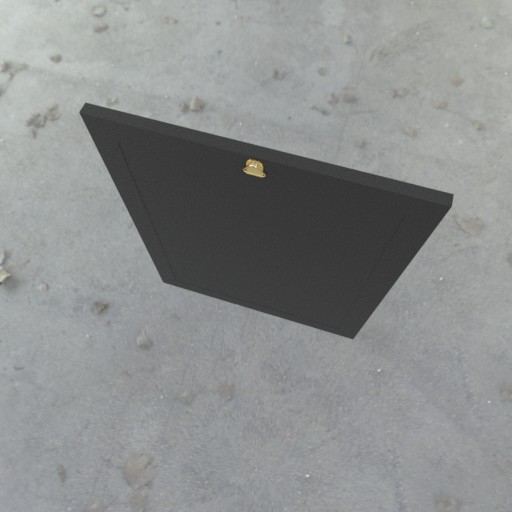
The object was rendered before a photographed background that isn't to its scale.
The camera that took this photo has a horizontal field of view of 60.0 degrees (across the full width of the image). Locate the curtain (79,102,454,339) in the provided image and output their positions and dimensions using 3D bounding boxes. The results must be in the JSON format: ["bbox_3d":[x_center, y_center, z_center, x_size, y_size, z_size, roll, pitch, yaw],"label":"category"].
[{"bbox_3d":[0.000,0.000,0.815,0.483,0.585,0.027,16,65,8],"label":"curtain"}]
